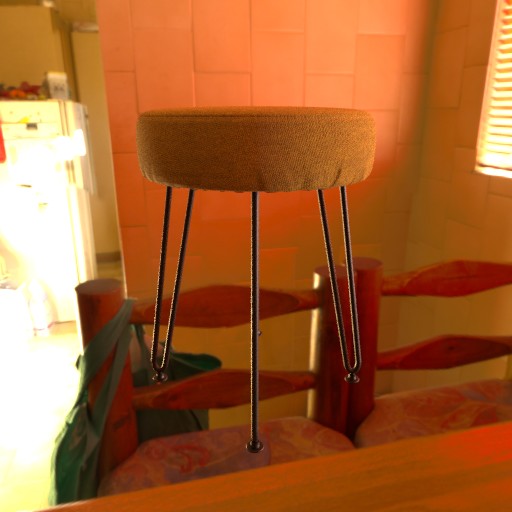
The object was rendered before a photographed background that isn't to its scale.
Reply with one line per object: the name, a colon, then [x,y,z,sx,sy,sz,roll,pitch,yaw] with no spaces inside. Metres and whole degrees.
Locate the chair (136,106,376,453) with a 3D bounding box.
chair: [0.000,0.000,0.713,0.345,0.455,0.345,-17,24,-42]
